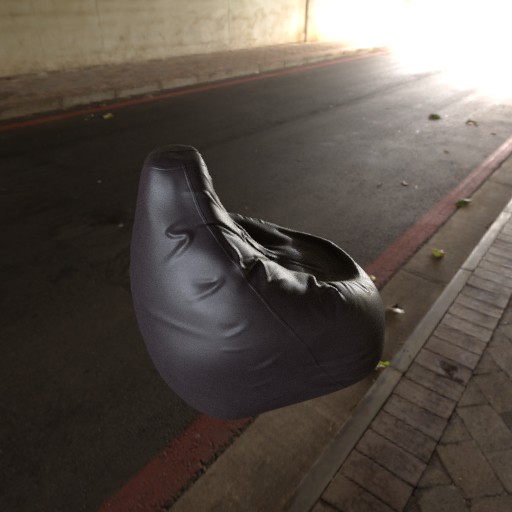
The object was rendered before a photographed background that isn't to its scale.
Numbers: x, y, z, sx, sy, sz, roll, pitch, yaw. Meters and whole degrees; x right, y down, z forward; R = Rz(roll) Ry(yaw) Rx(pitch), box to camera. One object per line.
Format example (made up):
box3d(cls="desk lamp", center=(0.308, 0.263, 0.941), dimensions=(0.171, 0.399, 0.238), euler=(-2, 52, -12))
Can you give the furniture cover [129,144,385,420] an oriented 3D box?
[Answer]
box3d(cls="furniture cover", center=(0.000, 0.000, 1.917), dimensions=(1.070, 0.990, 1.070), euler=(-10, 32, -17))
